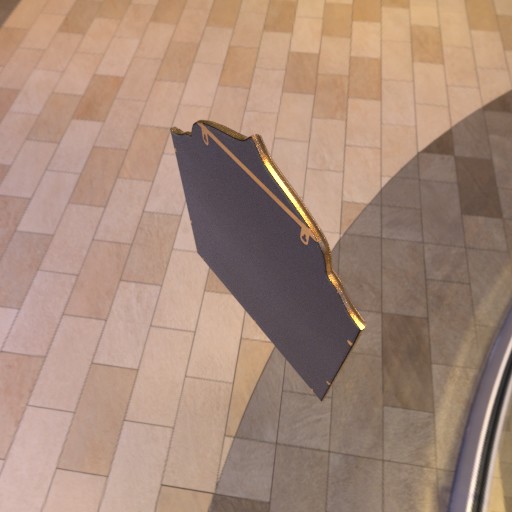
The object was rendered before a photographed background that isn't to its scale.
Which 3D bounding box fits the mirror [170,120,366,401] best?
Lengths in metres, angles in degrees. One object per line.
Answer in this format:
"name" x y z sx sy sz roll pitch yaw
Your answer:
"mirror" 0.000 0.000 0.859 0.018 0.635 0.513 -34 65 -18
